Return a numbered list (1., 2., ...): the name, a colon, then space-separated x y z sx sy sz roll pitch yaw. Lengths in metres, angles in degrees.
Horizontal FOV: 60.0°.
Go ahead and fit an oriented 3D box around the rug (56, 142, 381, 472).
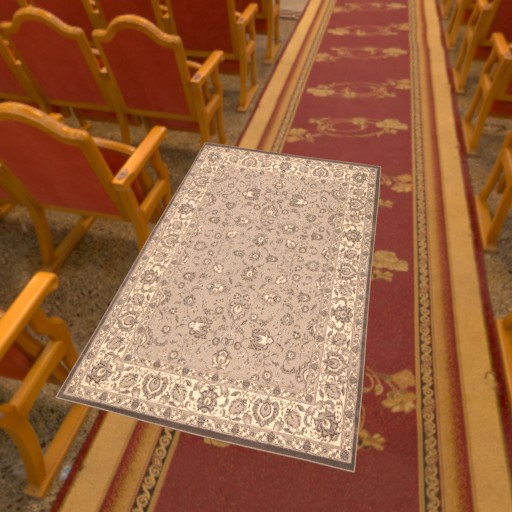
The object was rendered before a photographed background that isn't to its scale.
1. rug: 0.000 0.000 2.944 1.524 0.011 2.438 10 47 9
